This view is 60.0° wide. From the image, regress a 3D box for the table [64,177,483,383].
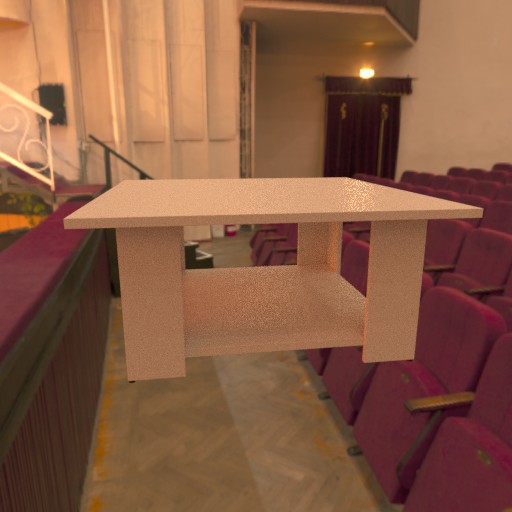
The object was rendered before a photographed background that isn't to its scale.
[{"bbox_3d":[0.000,0.000,1.054,0.670,0.305,0.670,-2,15,-8],"label":"table"}]
